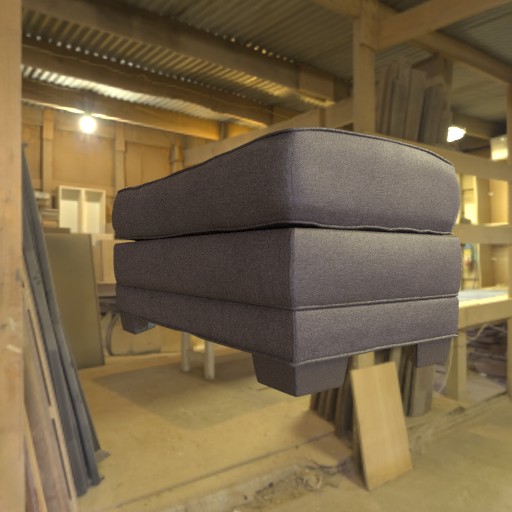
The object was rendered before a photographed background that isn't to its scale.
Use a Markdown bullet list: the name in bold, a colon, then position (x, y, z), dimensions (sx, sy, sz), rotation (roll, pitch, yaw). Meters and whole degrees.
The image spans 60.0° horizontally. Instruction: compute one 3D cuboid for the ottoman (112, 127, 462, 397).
- **ottoman**: position (0.000, 0.000, 1.134), dimensions (0.490, 0.448, 0.864), rotation (0, 0, -35)
